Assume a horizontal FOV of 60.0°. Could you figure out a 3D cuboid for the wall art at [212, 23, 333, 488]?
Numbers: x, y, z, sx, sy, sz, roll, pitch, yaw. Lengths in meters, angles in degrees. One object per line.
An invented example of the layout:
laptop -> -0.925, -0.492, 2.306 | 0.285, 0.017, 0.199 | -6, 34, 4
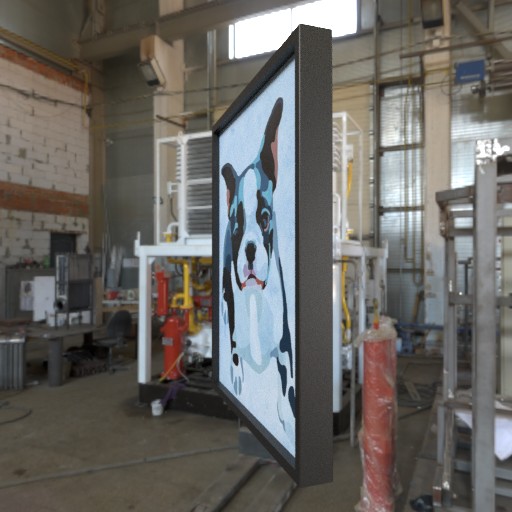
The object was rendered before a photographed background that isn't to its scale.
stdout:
wall art -> 0.000, 0.000, 0.495 | 0.030, 0.369, 0.294 | 0, -1, -19
